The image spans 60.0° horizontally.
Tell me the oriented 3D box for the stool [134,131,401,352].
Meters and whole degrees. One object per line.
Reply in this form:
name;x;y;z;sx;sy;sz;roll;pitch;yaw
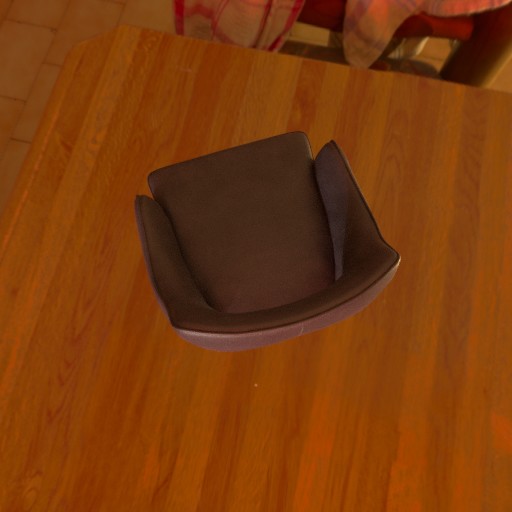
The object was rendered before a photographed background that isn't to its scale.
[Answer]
stool;0.000;0.000;1.281;0.550;0.936;0.560;-17;74;-5
